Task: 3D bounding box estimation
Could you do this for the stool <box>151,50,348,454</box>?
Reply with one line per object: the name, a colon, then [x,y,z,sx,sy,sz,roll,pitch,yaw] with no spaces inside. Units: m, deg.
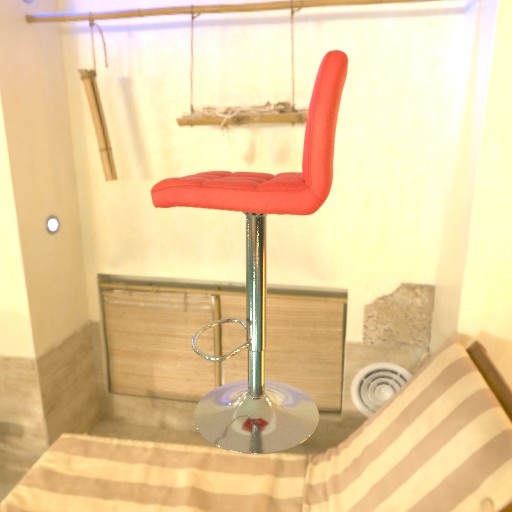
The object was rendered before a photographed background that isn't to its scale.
stool: [0.000,0.000,1.381,0.505,1.115,0.430,2,15,9]
